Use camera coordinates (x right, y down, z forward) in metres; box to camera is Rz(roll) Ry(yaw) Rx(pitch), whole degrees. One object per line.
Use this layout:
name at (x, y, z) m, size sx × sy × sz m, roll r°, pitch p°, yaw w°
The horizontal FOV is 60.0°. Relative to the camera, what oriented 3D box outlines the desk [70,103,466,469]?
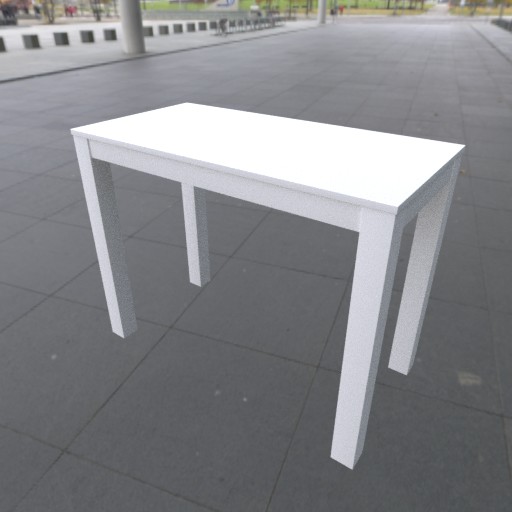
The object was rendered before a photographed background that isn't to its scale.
desk at (0.000, 0.000, 1.419) m, size 0.990 × 0.762 × 0.497 m, roll 19°, pitch 35°, yaw 30°
